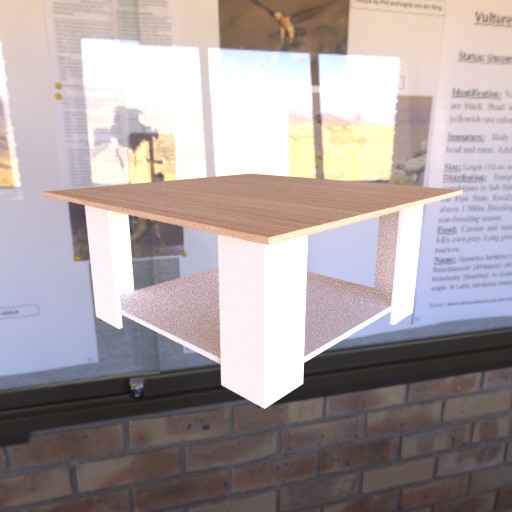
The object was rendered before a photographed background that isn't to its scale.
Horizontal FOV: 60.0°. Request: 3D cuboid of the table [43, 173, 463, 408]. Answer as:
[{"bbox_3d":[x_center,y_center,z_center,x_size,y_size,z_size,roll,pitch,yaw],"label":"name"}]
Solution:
[{"bbox_3d":[0.000,0.000,1.039,0.670,0.305,0.670,14,20,41],"label":"table"}]
